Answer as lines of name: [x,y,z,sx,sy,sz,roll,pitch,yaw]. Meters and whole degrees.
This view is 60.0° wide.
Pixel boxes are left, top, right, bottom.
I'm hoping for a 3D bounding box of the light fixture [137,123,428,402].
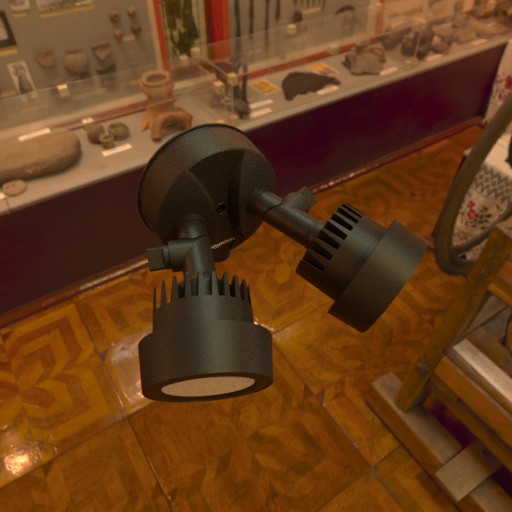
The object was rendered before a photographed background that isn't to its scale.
light fixture: [0.000,0.000,0.312,0.213,0.120,0.168,-24,51,-21]
